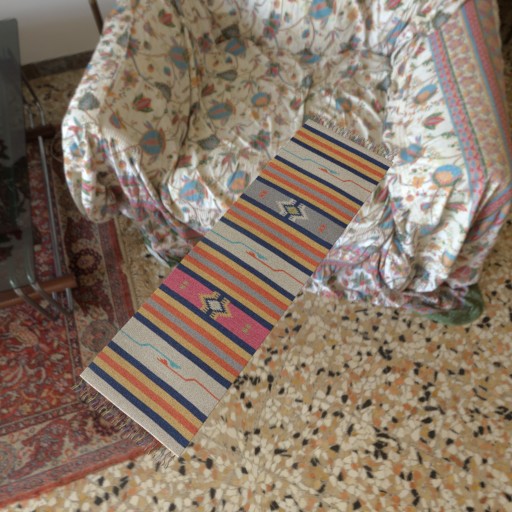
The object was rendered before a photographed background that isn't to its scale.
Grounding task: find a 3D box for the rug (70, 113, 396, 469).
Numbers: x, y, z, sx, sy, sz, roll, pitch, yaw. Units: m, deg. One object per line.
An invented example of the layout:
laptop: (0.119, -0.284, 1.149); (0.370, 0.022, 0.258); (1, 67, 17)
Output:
rug: (0.000, 0.000, 2.729); (0.695, 0.017, 2.455); (33, 67, 16)
